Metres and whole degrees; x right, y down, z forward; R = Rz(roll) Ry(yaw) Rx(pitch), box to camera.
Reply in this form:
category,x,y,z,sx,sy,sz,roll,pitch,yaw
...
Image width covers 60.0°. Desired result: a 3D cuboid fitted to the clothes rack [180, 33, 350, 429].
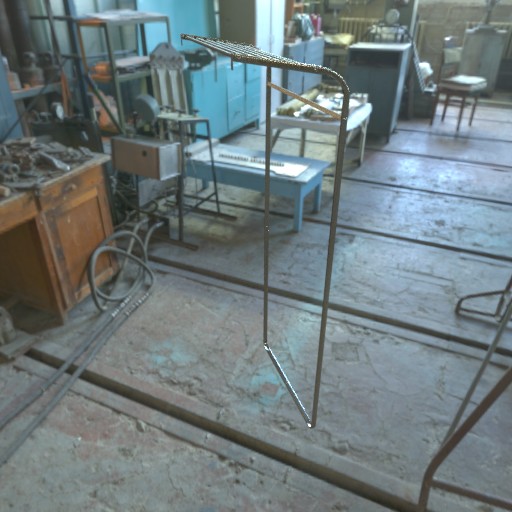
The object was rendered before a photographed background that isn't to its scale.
category,x,y,z,sx,sy,sz,roll,pitch,yaw
clothes rack,0.000,0.000,1.784,0.349,1.574,0.609,-11,33,-17
